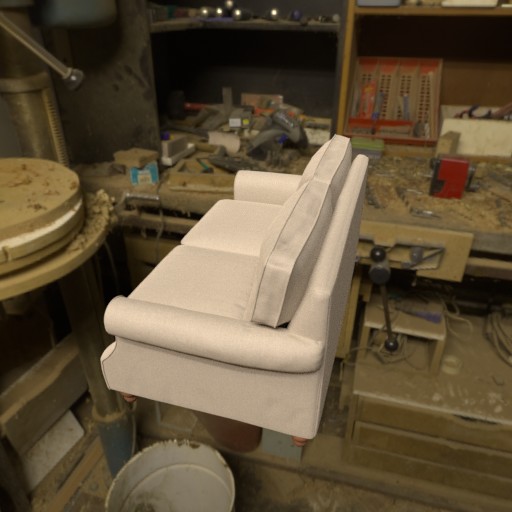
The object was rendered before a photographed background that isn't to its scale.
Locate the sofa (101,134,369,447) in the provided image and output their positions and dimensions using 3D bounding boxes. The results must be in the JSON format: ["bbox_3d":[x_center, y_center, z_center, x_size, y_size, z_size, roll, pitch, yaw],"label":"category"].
[{"bbox_3d":[0.000,0.000,2.304,0.964,0.937,1.665,9,32,15],"label":"sofa"}]
